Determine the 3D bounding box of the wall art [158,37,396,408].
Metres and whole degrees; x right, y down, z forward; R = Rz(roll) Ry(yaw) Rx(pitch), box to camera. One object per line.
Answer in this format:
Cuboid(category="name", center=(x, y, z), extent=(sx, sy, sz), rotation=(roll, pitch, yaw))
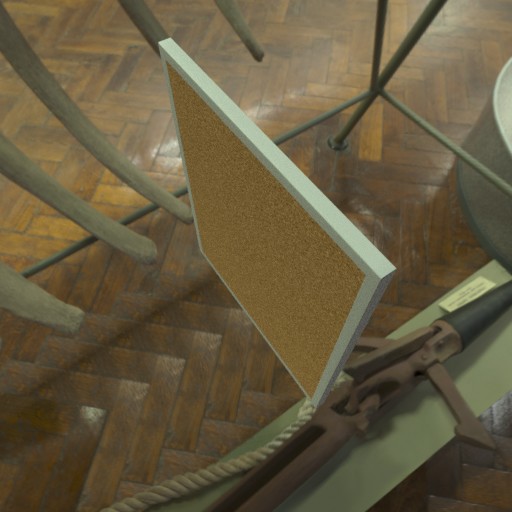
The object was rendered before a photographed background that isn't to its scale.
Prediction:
Cuboid(category="wall art", center=(0.000, 0.000, 0.740), extent=(0.020, 0.536, 0.444), rotation=(-30, 63, -17))
